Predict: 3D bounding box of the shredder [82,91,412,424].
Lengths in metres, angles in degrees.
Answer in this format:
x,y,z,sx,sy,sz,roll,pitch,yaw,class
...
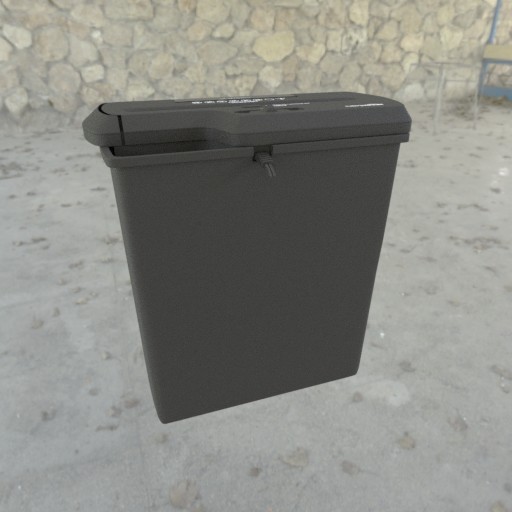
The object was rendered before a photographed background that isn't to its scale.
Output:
x,y,z,sx,sy,sz,roll,pitch,yaw,class
0.000,0.000,0.500,0.320,0.335,0.170,-9,29,-17,shredder
